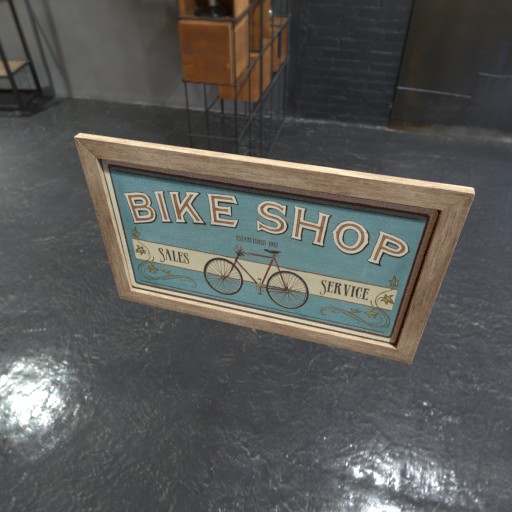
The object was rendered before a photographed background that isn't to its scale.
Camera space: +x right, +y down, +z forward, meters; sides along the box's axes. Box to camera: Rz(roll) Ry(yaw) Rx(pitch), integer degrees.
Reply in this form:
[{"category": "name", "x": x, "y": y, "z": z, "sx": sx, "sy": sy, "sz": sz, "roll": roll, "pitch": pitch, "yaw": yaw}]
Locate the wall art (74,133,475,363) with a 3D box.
[{"category": "wall art", "x": 0.000, "y": 0.000, "z": 0.998, "sx": 0.780, "sy": 0.480, "sz": 0.021, "roll": 11, "pitch": 42, "yaw": 12}]
